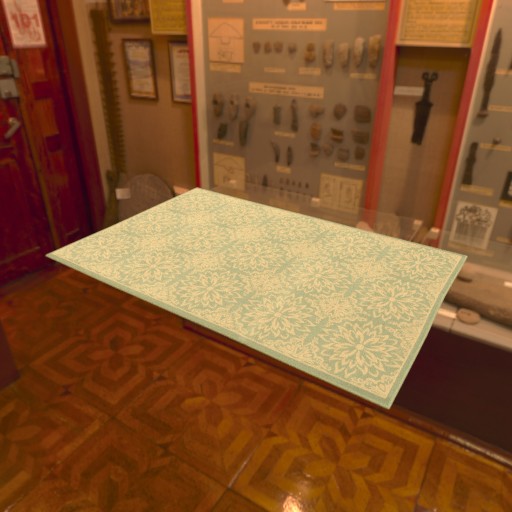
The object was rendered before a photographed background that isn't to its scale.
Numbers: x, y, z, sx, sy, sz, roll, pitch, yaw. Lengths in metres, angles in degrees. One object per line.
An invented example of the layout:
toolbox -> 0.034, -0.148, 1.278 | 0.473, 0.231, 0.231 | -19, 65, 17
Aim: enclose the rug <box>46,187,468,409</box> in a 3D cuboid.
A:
rug -> 0.000, 0.000, 3.452 | 2.746, 0.018, 1.819 | 18, 34, 29
